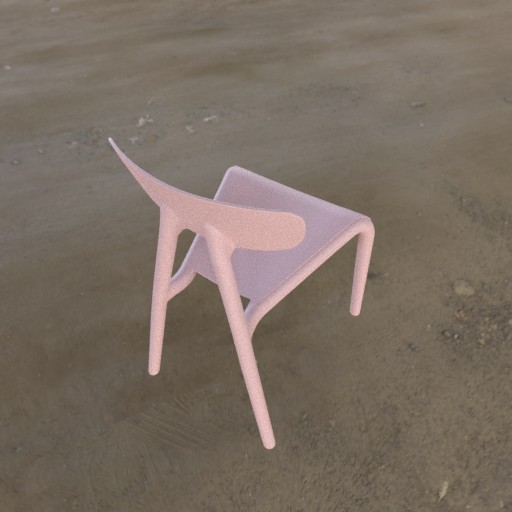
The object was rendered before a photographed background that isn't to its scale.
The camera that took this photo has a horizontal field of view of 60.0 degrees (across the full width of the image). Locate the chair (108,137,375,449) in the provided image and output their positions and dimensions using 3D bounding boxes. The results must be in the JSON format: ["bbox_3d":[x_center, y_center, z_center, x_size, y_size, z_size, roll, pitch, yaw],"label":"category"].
[{"bbox_3d":[0.000,0.000,0.817,0.356,0.580,0.401,25,53,20],"label":"chair"}]
